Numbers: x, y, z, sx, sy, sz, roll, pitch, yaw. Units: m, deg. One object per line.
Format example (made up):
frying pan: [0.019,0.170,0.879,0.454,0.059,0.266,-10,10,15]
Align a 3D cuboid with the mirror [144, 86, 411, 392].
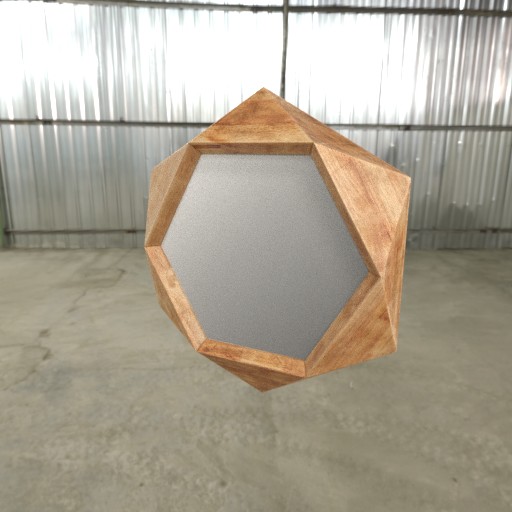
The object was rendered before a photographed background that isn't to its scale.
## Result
mirror: [0.000,0.000,1.072,0.675,0.779,0.091,7,16,26]
